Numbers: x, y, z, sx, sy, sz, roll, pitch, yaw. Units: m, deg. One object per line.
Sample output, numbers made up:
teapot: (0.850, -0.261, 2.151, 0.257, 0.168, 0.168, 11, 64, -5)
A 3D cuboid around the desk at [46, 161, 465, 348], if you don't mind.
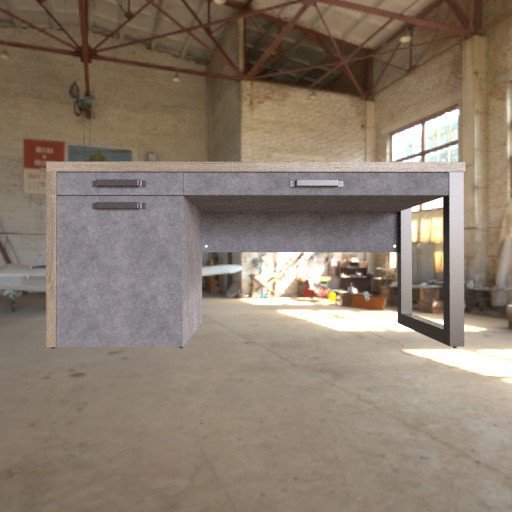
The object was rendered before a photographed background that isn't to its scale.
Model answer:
desk: (0.000, 0.000, 2.114, 1.700, 0.760, 0.690, 0, 0, 0)
